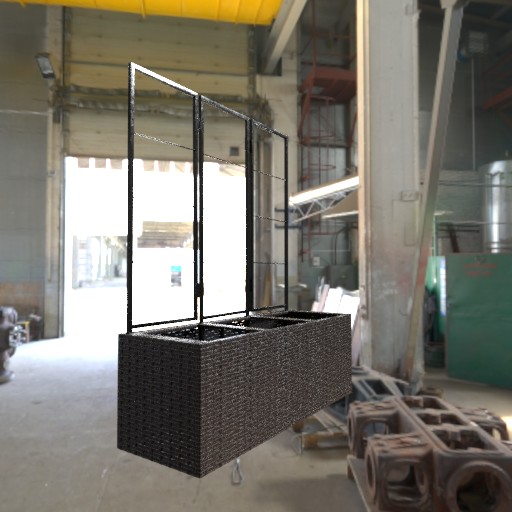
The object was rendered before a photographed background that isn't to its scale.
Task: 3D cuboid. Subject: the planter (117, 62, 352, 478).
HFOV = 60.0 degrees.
[{"bbox_3d":[0.000,0.000,1.178,0.244,0.841,0.699,-1,-2,35],"label":"planter"}]
